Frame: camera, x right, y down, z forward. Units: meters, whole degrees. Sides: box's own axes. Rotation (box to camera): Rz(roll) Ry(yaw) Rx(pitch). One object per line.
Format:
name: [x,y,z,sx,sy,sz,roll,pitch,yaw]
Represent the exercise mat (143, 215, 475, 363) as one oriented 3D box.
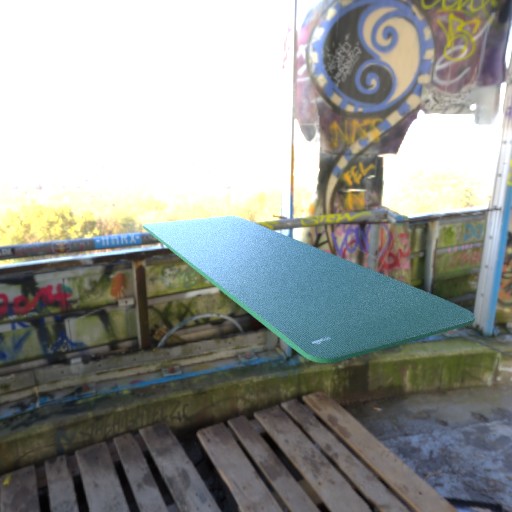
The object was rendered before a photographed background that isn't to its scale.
exercise mat: [0.000,0.000,2.029,0.616,0.021,1.869,-8,18,-26]
